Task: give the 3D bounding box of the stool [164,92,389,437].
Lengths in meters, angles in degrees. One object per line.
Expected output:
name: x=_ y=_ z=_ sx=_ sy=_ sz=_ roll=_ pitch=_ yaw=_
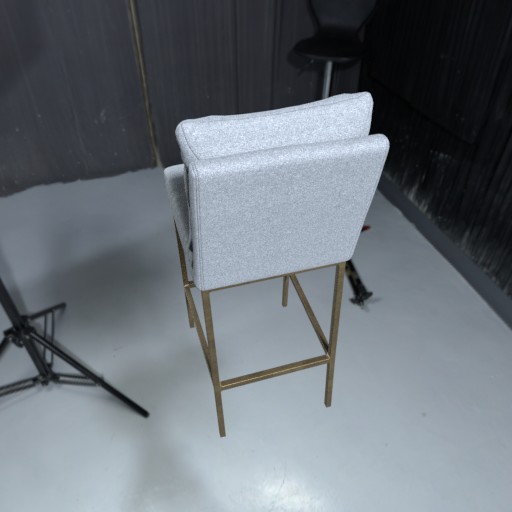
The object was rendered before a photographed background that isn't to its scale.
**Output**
stool: x=0.000 y=0.000 z=1.411 sx=0.463 sy=1.130 sz=0.569 roll=-11 pitch=42 yaw=-13
